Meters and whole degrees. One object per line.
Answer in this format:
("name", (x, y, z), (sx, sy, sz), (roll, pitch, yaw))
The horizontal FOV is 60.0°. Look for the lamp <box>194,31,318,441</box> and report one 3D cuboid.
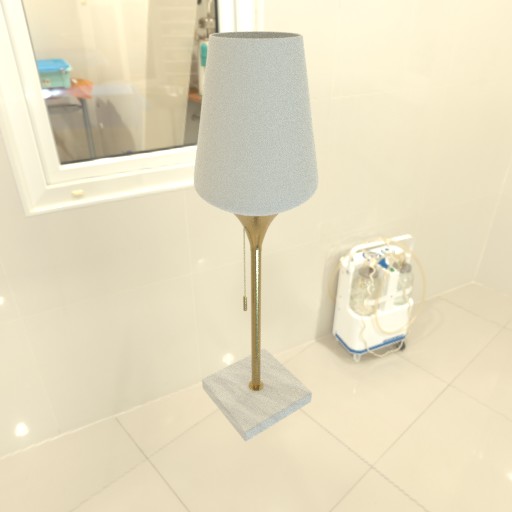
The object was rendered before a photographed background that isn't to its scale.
("lamp", (0.000, 0.000, 0.713), (0.181, 0.639, 0.181), (-20, 36, -30))
